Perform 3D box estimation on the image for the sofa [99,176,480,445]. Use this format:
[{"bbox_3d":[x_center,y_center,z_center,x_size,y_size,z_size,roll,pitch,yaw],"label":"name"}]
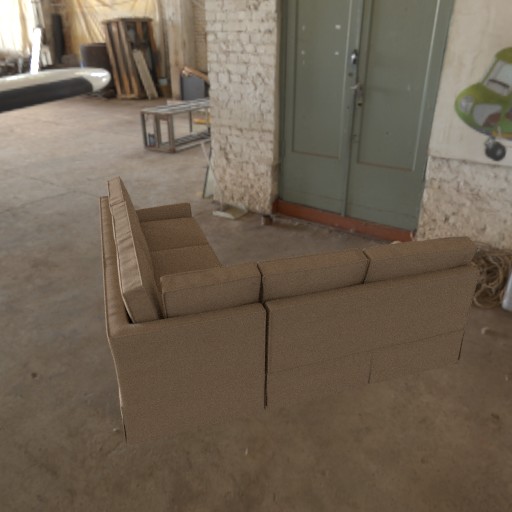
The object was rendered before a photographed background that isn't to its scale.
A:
[{"bbox_3d":[0.000,0.000,4.222,2.730,1.124,2.733,-8,28,-16],"label":"sofa"}]
